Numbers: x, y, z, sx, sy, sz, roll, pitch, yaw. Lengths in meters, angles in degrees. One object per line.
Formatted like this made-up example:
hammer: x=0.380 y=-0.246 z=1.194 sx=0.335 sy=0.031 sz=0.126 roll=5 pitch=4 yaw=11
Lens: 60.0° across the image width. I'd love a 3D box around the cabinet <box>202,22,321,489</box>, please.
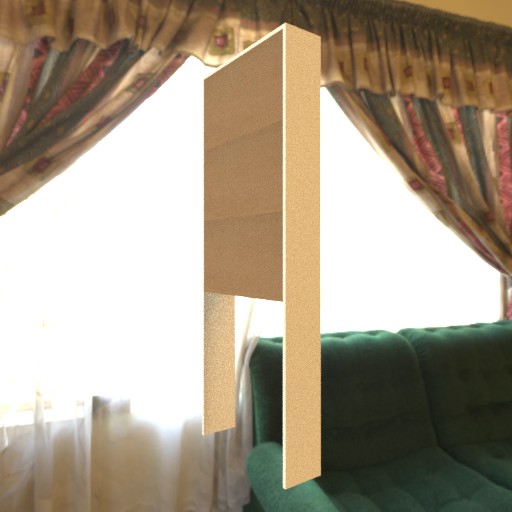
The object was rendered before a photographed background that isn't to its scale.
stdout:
cabinet: x=0.000 y=0.000 z=1.996 sx=0.192 sy=1.770 sz=0.643 roll=0 pitch=0 yaw=-36
